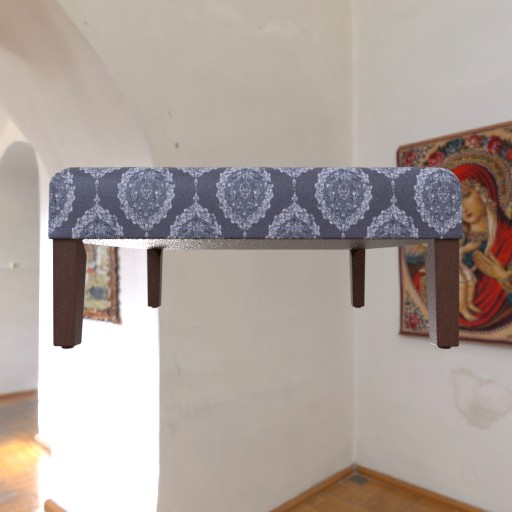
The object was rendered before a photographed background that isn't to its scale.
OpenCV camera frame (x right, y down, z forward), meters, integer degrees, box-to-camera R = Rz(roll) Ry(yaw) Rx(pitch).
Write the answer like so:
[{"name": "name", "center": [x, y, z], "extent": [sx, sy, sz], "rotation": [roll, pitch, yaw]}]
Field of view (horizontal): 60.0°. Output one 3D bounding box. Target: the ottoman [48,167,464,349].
[{"name": "ottoman", "center": [0.000, 0.000, 1.378], "extent": [0.889, 0.409, 0.890], "rotation": [0, -1, 0]}]
